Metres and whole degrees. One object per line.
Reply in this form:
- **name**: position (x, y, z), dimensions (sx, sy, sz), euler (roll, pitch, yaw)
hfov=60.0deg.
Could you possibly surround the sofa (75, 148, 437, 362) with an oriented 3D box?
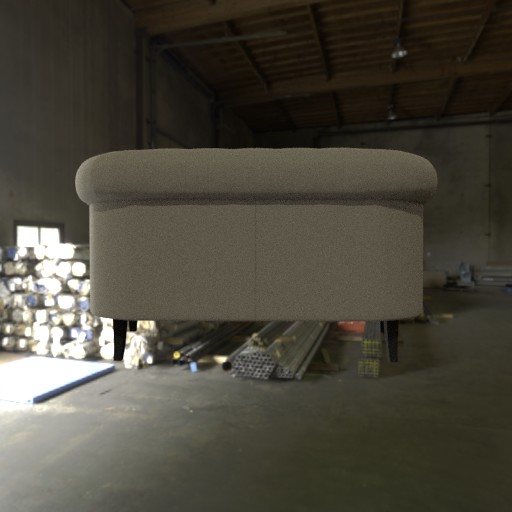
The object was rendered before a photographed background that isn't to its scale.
- **sofa**: position (0.000, 0.000, 2.012), dimensions (1.558, 0.827, 0.835), euler (0, 1, 1)
